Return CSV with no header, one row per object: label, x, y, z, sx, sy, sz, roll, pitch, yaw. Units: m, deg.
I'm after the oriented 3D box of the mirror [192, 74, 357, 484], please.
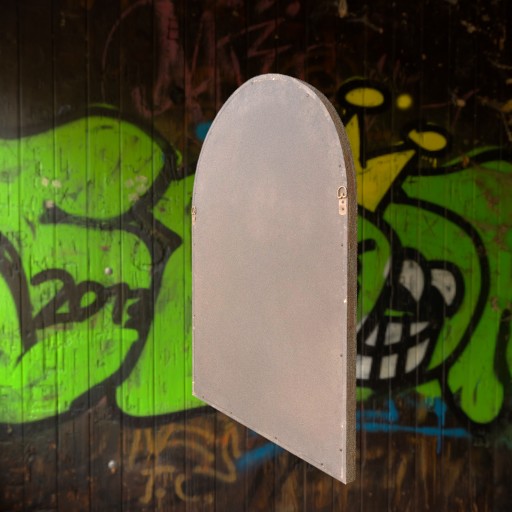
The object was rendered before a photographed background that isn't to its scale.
mirror,0.000,0.000,1.169,0.032,0.920,0.660,-1,2,-36
